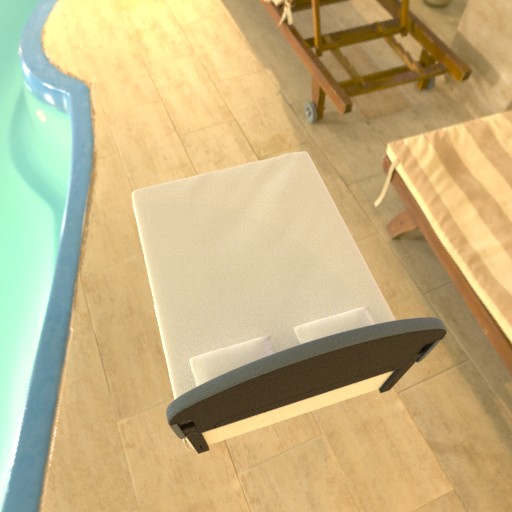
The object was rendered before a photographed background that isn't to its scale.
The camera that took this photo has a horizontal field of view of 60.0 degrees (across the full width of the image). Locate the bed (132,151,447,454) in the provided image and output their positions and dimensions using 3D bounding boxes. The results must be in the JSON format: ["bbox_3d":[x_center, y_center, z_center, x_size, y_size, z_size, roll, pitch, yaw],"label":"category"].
[{"bbox_3d":[0.000,0.000,3.064,1.607,1.410,2.005,-15,59,-9],"label":"bed"}]
